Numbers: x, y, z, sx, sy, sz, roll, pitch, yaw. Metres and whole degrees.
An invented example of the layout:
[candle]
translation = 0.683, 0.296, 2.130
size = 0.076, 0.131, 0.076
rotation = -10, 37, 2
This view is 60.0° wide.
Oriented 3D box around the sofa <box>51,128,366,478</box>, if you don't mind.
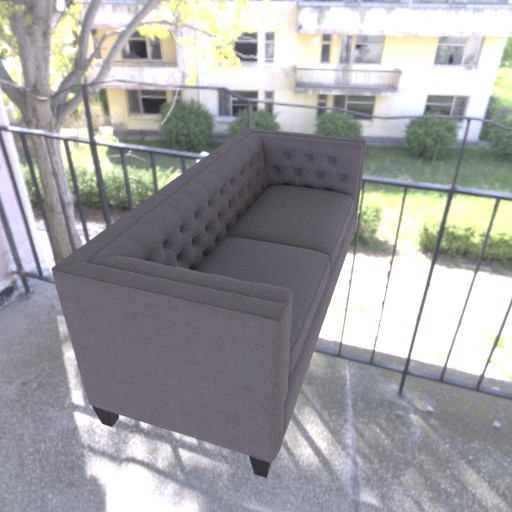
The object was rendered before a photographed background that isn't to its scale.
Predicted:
[sofa]
translation = 0.000, 0.000, 2.202
size = 0.775, 0.762, 1.778
rotation = 10, 33, 16
